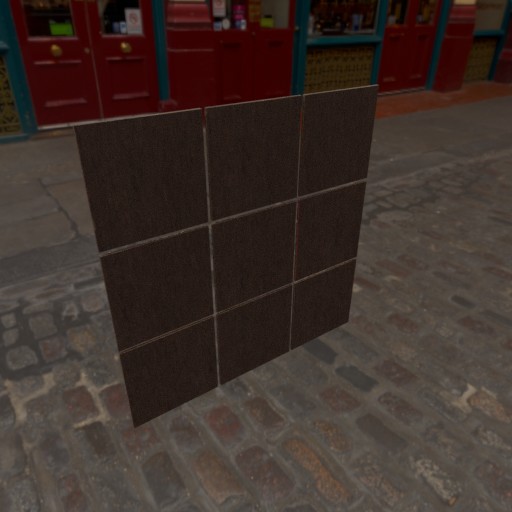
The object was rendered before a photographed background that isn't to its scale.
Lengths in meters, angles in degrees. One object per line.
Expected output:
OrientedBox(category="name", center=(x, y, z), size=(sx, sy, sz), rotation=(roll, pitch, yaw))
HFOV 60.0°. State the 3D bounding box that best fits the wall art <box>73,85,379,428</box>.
OrientedBox(category="wall art", center=(0.000, 0.000, 2.273), size=(1.527, 1.525, 0.014), rotation=(-19, 35, -30))
